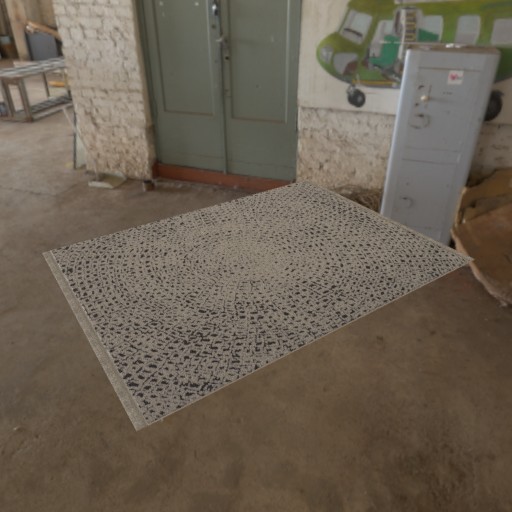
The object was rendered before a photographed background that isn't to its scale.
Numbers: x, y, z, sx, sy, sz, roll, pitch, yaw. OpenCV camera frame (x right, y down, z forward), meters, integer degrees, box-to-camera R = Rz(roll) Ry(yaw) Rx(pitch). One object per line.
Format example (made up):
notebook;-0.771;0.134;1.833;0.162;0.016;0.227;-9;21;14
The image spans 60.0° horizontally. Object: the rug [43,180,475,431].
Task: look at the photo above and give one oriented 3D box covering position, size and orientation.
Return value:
rug;0.000;0.000;2.070;1.634;0.003;1.190;-20;37;-29
